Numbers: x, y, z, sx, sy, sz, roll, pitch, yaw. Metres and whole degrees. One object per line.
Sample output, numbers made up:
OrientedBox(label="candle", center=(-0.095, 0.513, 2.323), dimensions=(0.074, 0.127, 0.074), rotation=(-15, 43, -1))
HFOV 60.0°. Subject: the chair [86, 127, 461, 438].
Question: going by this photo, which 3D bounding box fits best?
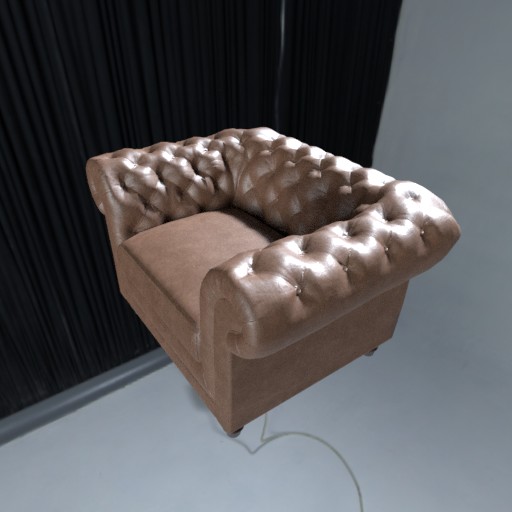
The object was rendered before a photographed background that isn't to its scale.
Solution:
OrientedBox(label="chair", center=(0.000, 0.000, 1.859), dimensions=(0.954, 0.784, 1.298), rotation=(-20, 37, -29))
